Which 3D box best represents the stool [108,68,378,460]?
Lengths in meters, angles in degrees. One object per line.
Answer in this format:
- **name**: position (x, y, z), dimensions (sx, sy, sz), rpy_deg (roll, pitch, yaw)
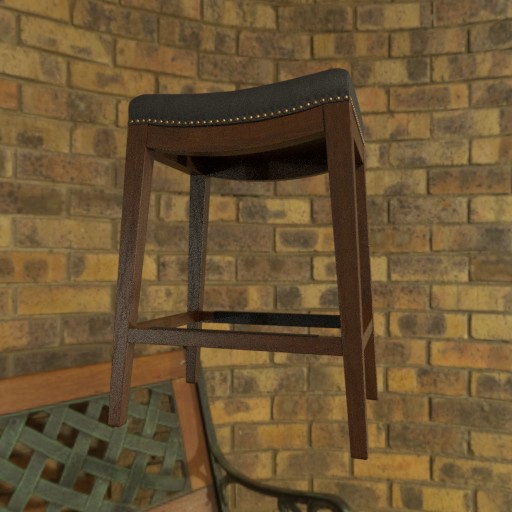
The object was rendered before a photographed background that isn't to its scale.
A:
- **stool**: position (0.000, 0.000, 0.957), dimensions (0.490, 0.664, 0.353), rpy_deg (0, -1, 18)
